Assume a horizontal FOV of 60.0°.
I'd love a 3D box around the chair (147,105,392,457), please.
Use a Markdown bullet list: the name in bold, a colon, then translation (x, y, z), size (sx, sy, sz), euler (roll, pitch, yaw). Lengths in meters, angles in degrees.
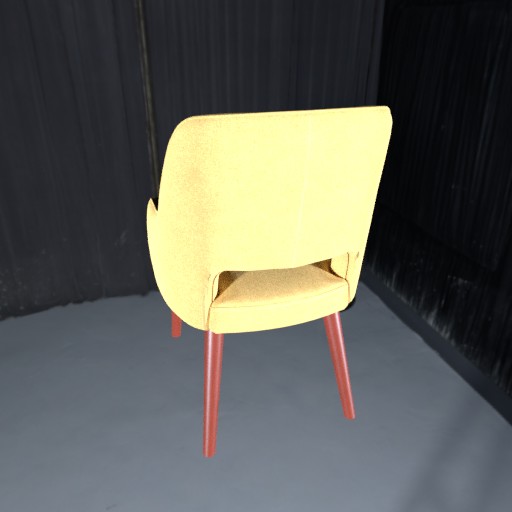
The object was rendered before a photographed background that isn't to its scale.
- **chair**: translation (0.000, 0.000, 1.209), size (0.548, 0.849, 0.605), euler (-8, 28, -16)
